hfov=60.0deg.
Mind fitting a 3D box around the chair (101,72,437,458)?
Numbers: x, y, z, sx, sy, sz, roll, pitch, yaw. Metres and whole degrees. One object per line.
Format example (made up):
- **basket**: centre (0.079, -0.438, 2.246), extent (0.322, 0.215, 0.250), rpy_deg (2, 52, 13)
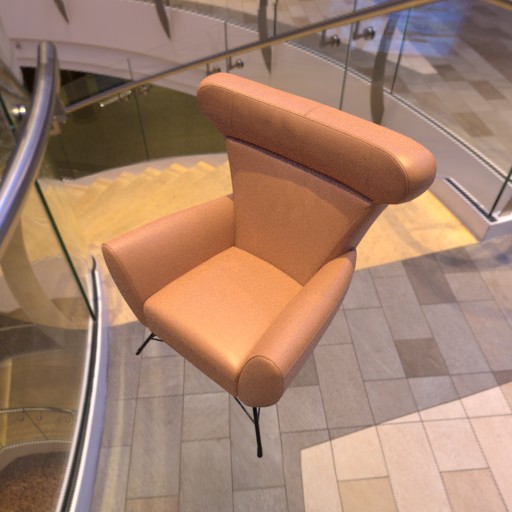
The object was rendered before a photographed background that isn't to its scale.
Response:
- **chair**: centre (0.000, 0.000, 1.769), extent (0.980, 1.050, 0.900), rpy_deg (30, 53, 26)
